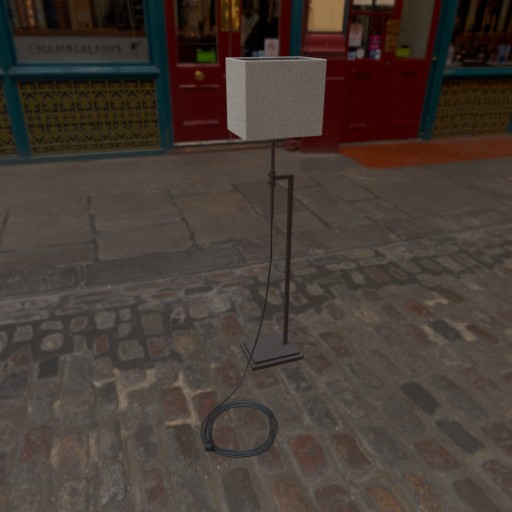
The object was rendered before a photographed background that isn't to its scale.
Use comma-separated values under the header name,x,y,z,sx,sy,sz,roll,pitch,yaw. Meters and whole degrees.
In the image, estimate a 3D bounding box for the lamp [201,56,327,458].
name,x,y,z,sx,sy,sz,roll,pitch,yaw
lamp,0.000,0.000,1.997,0.698,1.600,0.774,-9,28,-17
